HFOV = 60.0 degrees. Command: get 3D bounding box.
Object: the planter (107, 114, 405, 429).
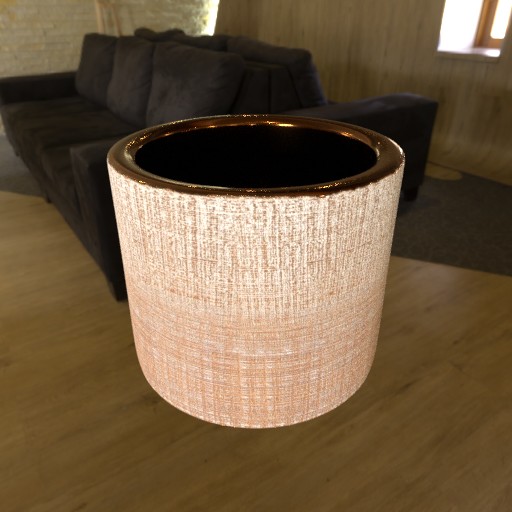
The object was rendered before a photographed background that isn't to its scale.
[{"bbox_3d":[0.000,0.000,0.307,0.177,0.157,0.177,0,29,0],"label":"planter"}]
